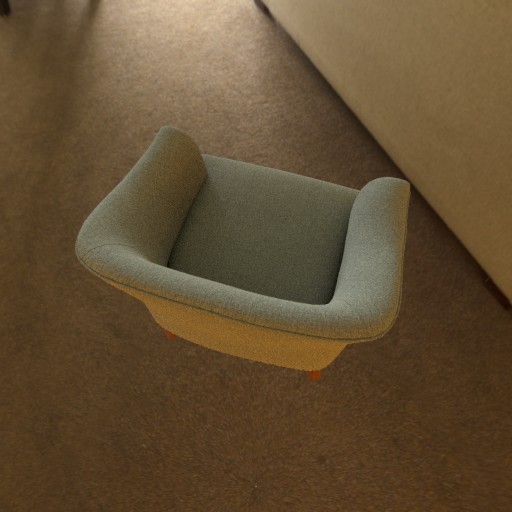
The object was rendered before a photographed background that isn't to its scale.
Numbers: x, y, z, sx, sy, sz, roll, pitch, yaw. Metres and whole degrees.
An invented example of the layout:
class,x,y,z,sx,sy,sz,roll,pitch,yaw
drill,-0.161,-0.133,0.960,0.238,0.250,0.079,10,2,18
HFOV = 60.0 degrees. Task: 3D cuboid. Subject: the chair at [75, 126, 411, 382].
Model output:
class,x,y,z,sx,sy,sz,roll,pitch,yaw
chair,0.000,0.000,1.392,0.798,0.815,0.704,15,64,8
